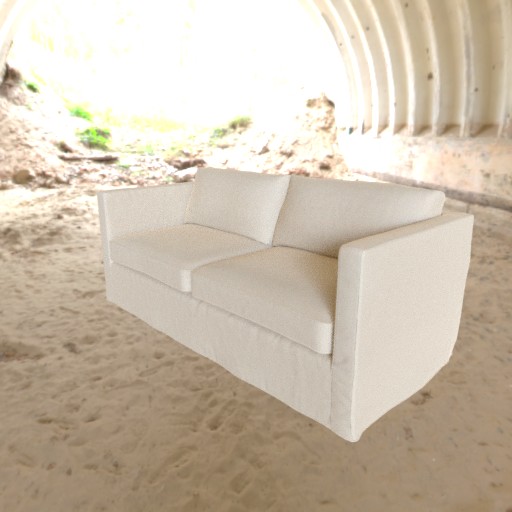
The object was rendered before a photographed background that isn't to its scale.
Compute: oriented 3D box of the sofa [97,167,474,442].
[{"bbox_3d":[0.000,0.000,2.481,0.940,0.870,1.987,-15,22,-42],"label":"sofa"}]
